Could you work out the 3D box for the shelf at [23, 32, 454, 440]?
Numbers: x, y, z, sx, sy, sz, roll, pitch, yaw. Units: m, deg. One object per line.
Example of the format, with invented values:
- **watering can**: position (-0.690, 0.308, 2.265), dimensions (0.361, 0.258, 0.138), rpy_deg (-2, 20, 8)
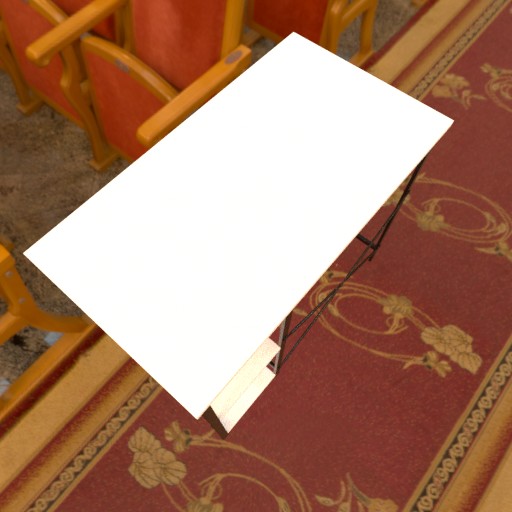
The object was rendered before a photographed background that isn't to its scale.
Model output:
- **shelf**: position (0.000, 0.000, 1.333), dimensions (0.498, 0.750, 0.902), rpy_deg (37, 69, 17)
